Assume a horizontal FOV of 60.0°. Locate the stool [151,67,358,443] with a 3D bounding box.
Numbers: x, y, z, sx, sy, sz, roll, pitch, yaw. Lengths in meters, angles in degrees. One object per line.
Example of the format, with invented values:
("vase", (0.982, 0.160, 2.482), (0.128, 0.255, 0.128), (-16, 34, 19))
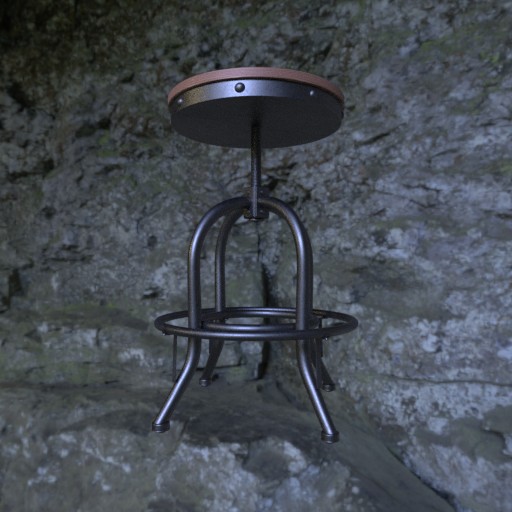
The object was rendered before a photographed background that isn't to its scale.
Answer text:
("stool", (0.000, 0.000, 0.889), (0.439, 0.609, 0.439), (1, -1, -36))
